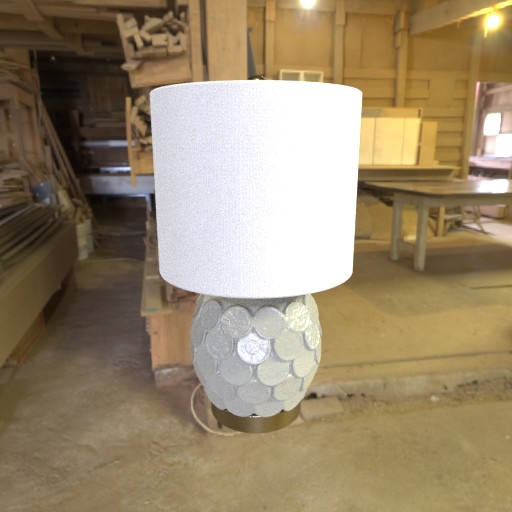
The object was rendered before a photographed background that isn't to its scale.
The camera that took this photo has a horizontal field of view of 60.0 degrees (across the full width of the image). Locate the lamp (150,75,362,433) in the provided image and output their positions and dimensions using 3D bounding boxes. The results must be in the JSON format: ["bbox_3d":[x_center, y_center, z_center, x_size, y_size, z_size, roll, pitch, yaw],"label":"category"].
[{"bbox_3d":[0.000,0.000,0.594,0.254,0.452,0.254,0,14,0],"label":"lamp"}]
